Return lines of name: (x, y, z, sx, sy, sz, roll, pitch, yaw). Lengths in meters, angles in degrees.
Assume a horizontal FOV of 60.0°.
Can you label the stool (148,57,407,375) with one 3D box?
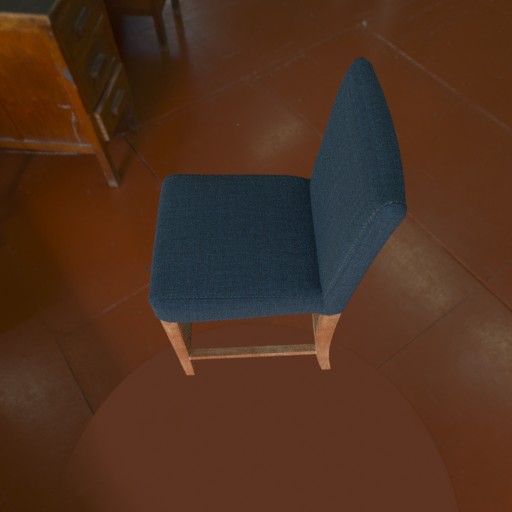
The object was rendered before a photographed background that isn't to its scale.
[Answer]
stool: (0.000, 0.000, 1.335, 0.567, 1.039, 0.454, -1, 60, -1)
